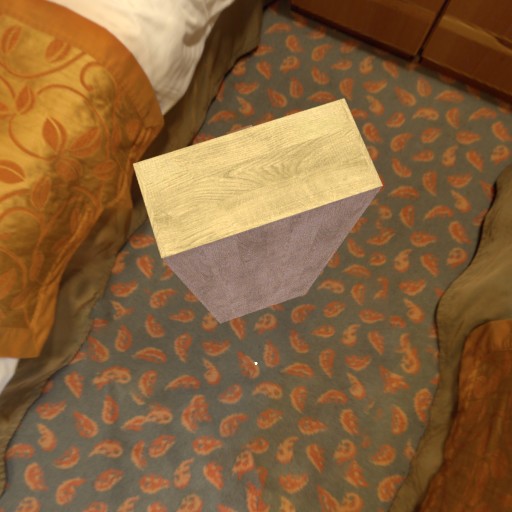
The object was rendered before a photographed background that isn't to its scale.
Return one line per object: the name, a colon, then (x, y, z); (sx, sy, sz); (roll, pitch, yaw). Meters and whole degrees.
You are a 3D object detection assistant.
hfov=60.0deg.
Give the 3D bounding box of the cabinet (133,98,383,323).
cabinet: (0.000, 0.000, 1.801); (0.520, 1.630, 0.250); (-18, 77, -4)
